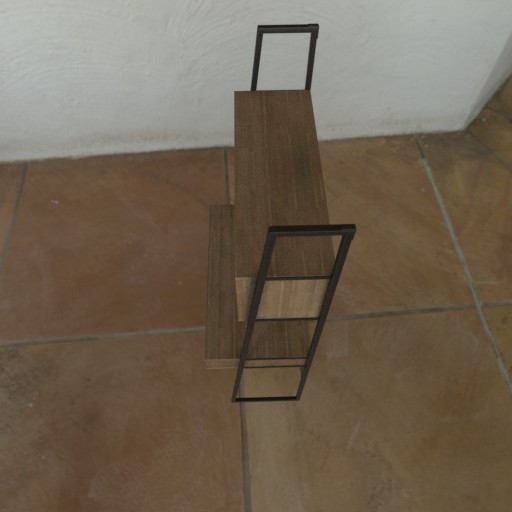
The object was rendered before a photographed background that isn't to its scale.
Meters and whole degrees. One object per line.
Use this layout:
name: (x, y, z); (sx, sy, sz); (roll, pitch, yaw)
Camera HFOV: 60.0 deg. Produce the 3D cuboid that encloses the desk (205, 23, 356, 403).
desk: (0.000, 0.000, 2.215); (0.515, 1.809, 0.982); (-1, 58, -1)
